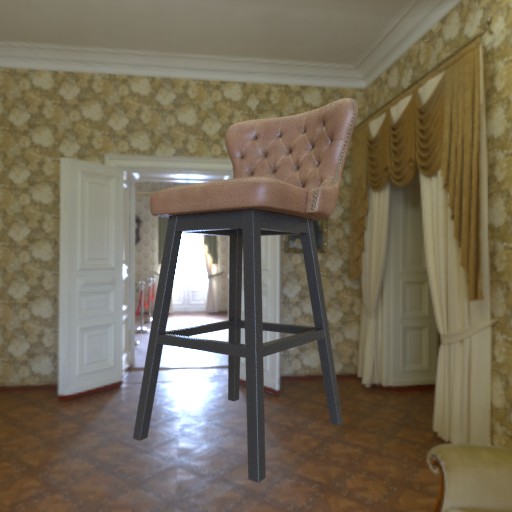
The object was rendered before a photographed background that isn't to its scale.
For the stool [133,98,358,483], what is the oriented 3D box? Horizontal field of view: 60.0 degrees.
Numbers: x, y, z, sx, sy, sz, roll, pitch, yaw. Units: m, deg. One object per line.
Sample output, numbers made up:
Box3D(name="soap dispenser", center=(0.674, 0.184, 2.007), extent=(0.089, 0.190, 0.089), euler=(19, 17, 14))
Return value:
Box3D(name="stool", center=(0.000, 0.000, 1.395), extent=(0.528, 1.050, 0.601), euler=(0, -1, 35))
